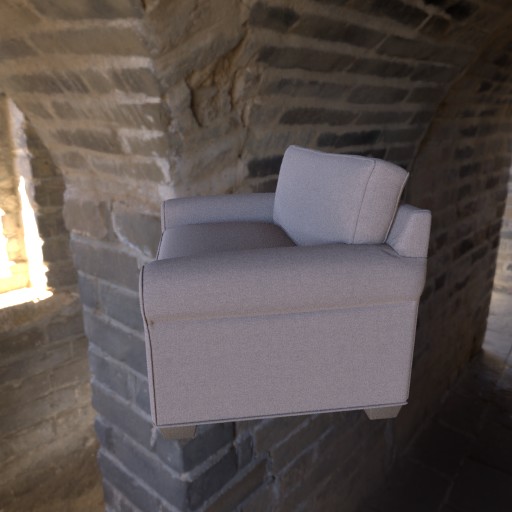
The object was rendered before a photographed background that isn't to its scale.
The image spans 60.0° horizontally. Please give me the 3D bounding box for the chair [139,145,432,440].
[{"bbox_3d":[0.000,0.000,2.004,0.930,0.930,1.390,-2,16,-8],"label":"chair"}]
